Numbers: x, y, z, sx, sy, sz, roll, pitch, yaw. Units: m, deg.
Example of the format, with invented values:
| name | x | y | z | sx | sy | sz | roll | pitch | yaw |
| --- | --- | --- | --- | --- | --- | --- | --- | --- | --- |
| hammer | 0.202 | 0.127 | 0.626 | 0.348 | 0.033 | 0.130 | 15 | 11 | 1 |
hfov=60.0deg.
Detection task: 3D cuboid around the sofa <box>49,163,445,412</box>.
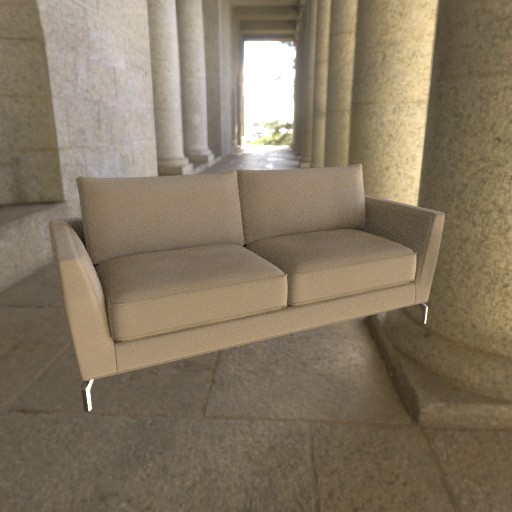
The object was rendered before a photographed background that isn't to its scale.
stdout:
| name | x | y | z | sx | sy | sz | roll | pitch | yaw |
| --- | --- | --- | --- | --- | --- | --- | --- | --- | --- |
| sofa | 0.000 | 0.000 | 2.684 | 2.214 | 1.005 | 0.868 | -8 | 19 | -25 |
